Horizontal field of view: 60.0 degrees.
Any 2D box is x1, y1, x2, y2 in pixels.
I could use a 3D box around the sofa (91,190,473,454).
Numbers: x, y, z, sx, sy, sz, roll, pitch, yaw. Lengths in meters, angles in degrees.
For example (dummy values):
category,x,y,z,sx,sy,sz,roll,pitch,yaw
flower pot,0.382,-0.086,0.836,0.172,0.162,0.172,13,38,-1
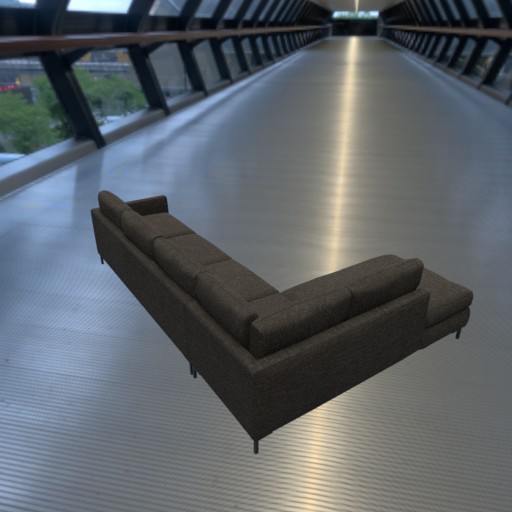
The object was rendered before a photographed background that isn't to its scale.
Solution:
category,x,y,z,sx,sy,sz,roll,pitch,yaw
sofa,0.000,0.000,3.897,2.007,0.815,2.949,-17,31,-30
